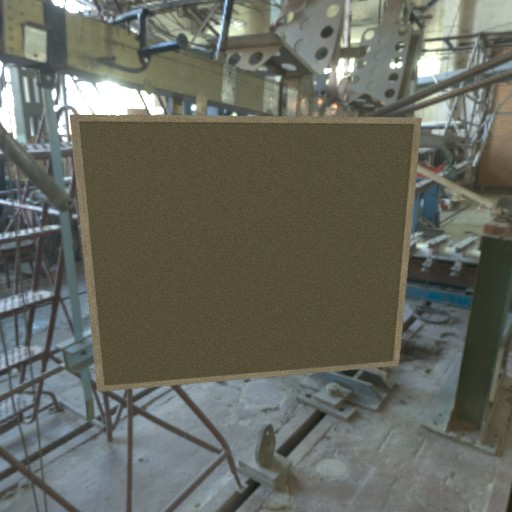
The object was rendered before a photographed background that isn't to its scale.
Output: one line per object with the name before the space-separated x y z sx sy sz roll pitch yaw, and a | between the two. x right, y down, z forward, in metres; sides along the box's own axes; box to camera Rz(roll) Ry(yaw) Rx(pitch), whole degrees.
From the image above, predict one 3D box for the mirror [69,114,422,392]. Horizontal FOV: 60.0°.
mirror | 0.000 0.000 1.141 0.839 0.689 0.028 -2 15 -9
